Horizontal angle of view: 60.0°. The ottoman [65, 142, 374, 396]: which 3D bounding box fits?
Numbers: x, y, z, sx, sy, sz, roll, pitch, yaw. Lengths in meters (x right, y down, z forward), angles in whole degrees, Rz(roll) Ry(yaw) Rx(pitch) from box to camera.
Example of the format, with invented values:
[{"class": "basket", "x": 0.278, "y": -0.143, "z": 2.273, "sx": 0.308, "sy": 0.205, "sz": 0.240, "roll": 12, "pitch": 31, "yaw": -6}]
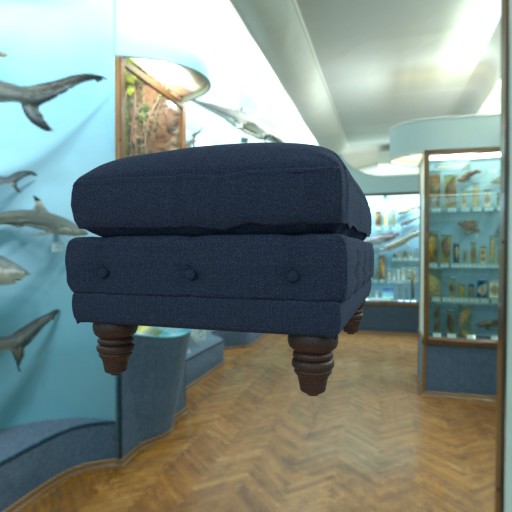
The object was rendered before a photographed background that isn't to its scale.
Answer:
[{"class": "ottoman", "x": 0.000, "y": 0.000, "z": 1.152, "sx": 0.558, "sy": 0.486, "sz": 0.767, "roll": 0, "pitch": 1, "yaw": 18}]
